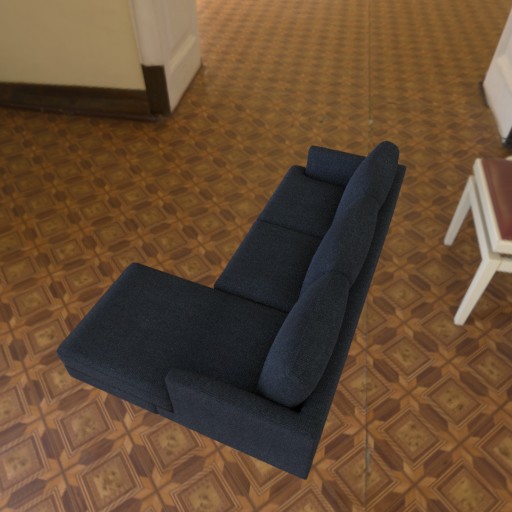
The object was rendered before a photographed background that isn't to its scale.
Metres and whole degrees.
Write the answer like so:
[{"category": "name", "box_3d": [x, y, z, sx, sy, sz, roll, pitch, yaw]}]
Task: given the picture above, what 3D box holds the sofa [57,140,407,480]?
[{"category": "sofa", "box_3d": [0.000, 0.000, 2.953, 1.504, 0.956, 2.233, 17, 48, 16]}]
